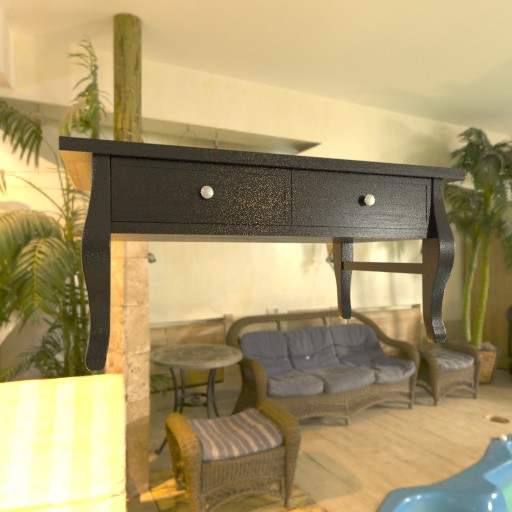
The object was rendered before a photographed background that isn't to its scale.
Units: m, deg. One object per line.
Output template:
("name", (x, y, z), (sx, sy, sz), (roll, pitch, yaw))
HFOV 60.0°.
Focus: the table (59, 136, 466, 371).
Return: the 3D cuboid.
("table", (0.000, 0.000, 1.361), (1.062, 0.494, 0.600), (0, 0, -19))
